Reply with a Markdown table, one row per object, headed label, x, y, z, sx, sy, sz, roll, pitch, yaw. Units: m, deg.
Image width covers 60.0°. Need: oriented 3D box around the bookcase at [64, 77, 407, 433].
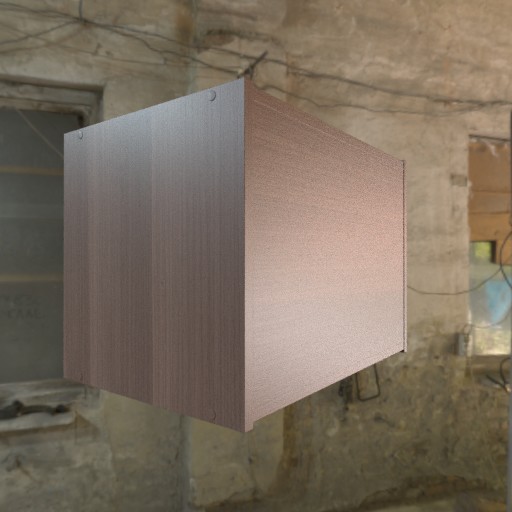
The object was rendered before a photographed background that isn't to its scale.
| label | x | y | z | sx | sy | sz | roll | pitch | yaw |
| --- | --- | --- | --- | --- | --- | --- | --- | --- | --- |
| bookcase | 0.000 | 0.000 | 0.631 | 0.290 | 0.305 | 0.415 | 0 | 0 | 37 |
